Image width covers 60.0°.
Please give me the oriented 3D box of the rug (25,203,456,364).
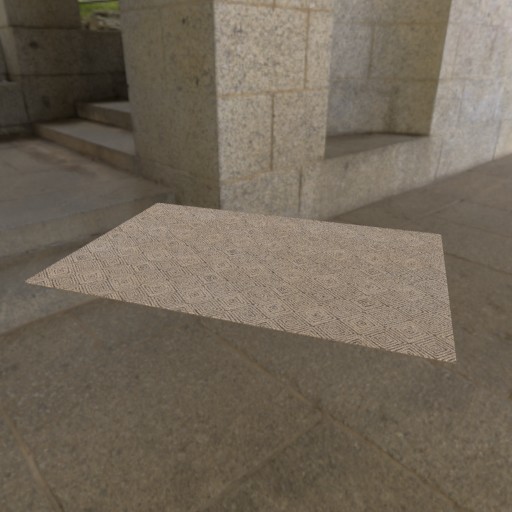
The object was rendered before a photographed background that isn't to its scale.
[{"bbox_3d":[0.000,0.000,2.222,1.783,0.008,1.175,8,26,17],"label":"rug"}]
